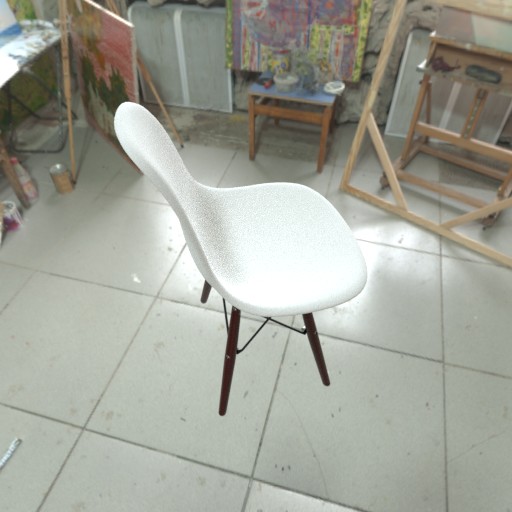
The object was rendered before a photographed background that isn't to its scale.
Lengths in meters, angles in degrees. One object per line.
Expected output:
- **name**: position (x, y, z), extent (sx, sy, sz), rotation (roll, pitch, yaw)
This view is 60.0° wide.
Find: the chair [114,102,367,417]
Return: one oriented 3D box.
- **chair**: position (0.000, 0.000, 1.150), extent (0.533, 0.826, 0.470), rotation (-10, 47, -10)
